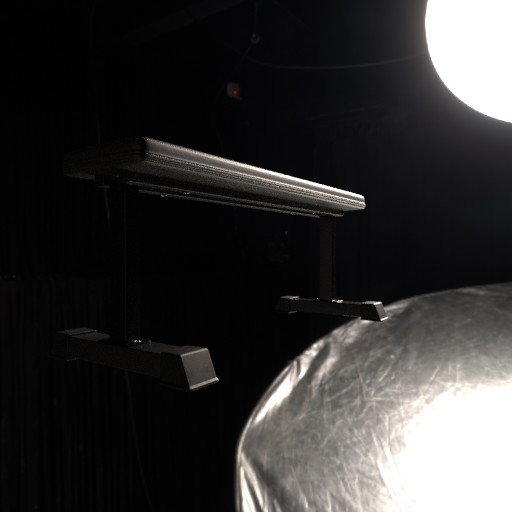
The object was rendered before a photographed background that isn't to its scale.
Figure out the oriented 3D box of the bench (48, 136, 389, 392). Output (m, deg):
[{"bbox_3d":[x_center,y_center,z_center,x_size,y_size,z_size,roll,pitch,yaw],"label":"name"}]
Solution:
[{"bbox_3d":[0.000,0.000,1.288,0.439,0.453,1.072,0,1,35],"label":"bench"}]
